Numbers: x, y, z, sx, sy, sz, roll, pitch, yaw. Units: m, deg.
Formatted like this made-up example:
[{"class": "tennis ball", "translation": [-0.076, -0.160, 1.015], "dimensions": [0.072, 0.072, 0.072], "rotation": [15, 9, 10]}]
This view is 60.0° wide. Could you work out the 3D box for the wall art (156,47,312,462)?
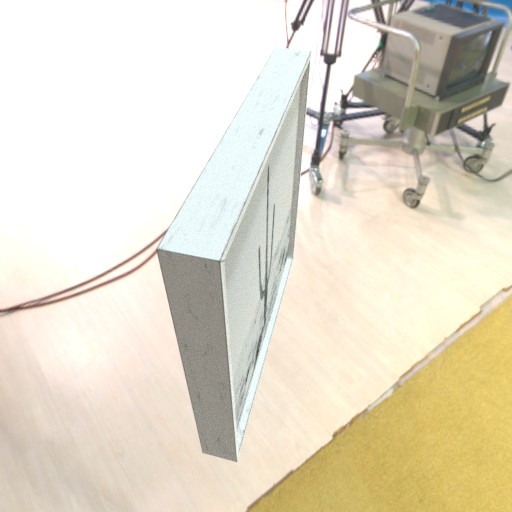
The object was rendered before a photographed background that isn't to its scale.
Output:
[{"class": "wall art", "translation": [0.000, 0.000, 0.460], "dimensions": [0.038, 0.305, 0.305], "rotation": [11, 47, 10]}]
